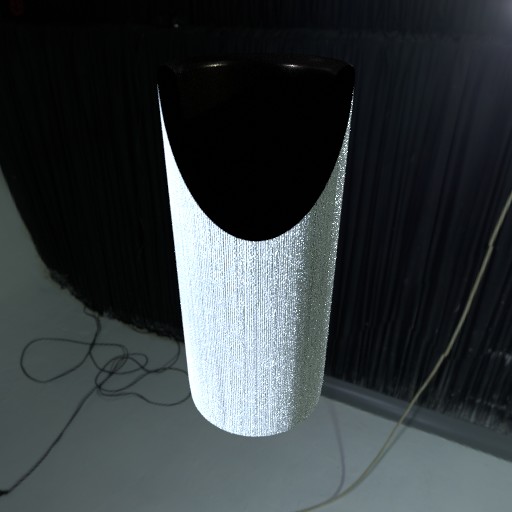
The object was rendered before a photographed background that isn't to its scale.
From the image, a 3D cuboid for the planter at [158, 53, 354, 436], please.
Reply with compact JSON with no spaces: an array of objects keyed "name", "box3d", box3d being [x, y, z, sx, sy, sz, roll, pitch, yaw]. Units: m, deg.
[{"name":"planter","box3d":[0.000,0.000,0.128,0.045,0.103,0.045,10,32,17]}]
